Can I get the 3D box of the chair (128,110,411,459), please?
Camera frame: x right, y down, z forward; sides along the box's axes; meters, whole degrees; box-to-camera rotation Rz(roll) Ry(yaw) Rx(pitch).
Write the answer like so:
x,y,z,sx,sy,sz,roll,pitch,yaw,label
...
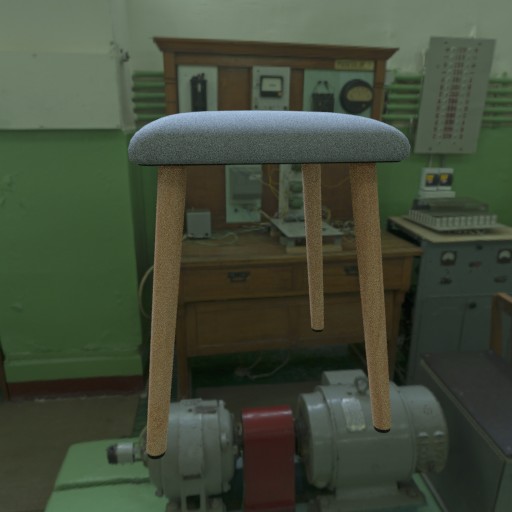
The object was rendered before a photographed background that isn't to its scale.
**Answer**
x,y,z,sx,sy,sz,roll,pitch,yaw,label
0.000,0.000,0.708,0.350,0.440,0.350,-3,17,-9,chair
